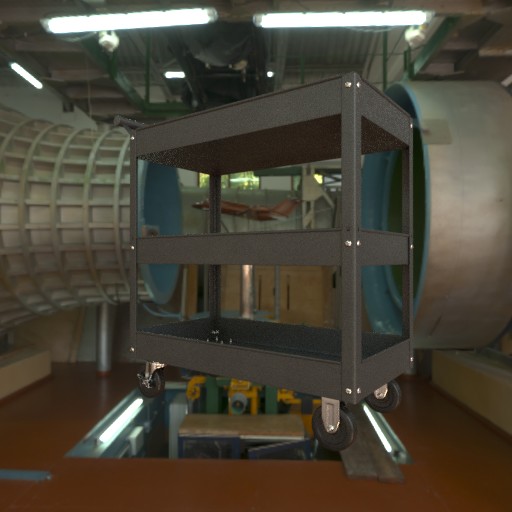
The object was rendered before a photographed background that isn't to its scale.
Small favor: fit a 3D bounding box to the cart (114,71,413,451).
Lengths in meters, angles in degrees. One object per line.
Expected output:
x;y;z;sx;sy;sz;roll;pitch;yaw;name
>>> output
0.000;0.000;1.171;0.719;0.780;0.366;0;0;36;cart
